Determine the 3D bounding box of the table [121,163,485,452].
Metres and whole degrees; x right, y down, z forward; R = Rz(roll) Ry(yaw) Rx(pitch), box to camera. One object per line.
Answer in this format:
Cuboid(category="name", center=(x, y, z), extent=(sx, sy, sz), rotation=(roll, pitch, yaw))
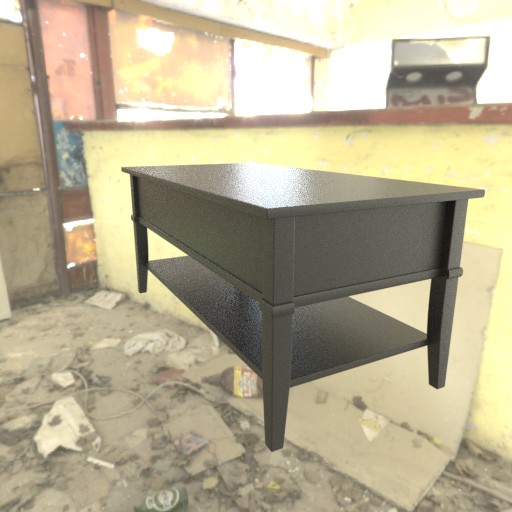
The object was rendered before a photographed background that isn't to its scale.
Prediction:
Cuboid(category="table", center=(0.000, 0.000, 1.308), extent=(0.523, 0.470, 1.044), rotation=(-8, 17, -27))
